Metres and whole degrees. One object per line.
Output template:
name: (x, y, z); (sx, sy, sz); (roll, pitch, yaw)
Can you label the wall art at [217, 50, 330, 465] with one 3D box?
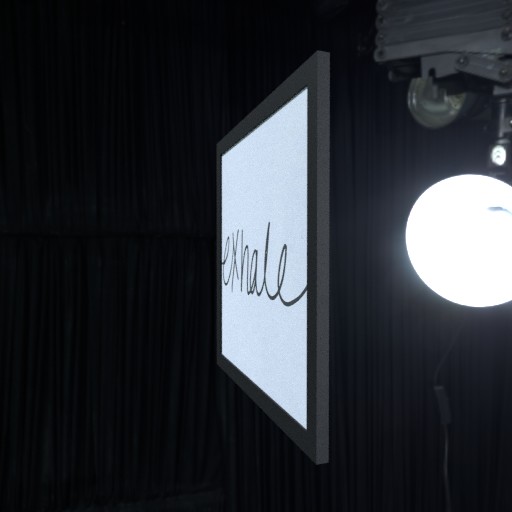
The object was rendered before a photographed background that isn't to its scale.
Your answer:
wall art: (0.000, 0.000, 0.552); (0.012, 0.357, 0.358); (0, 1, -19)
